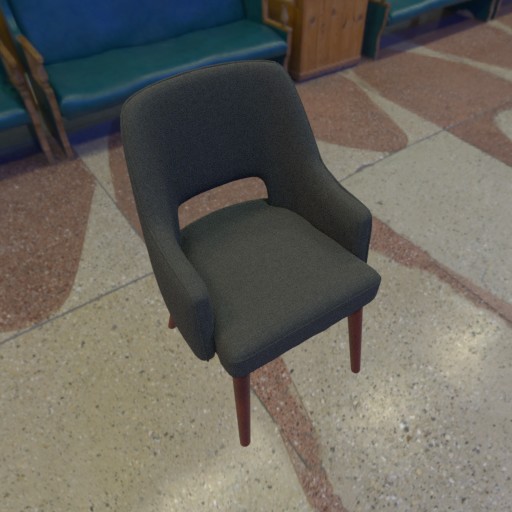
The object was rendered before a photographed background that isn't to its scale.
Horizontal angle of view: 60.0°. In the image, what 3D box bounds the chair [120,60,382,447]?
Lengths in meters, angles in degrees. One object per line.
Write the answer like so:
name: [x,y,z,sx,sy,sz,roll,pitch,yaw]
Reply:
chair: [0.000,0.000,1.216,0.559,0.838,0.560,-25,51,-23]
